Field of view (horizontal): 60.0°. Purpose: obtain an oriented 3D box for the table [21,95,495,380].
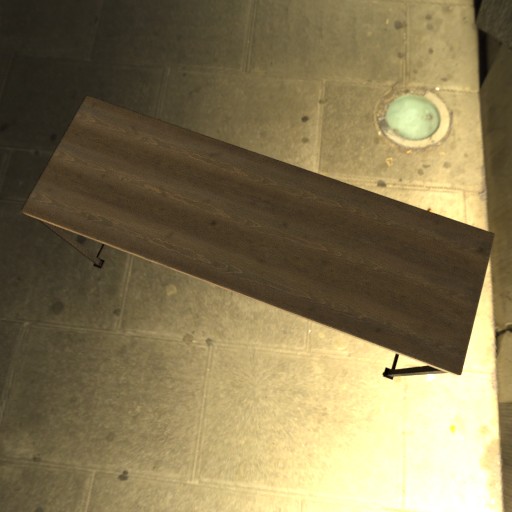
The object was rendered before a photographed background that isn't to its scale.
[{"bbox_3d":[0.000,0.000,2.091,1.700,0.902,0.551,20,75,6],"label":"table"}]
